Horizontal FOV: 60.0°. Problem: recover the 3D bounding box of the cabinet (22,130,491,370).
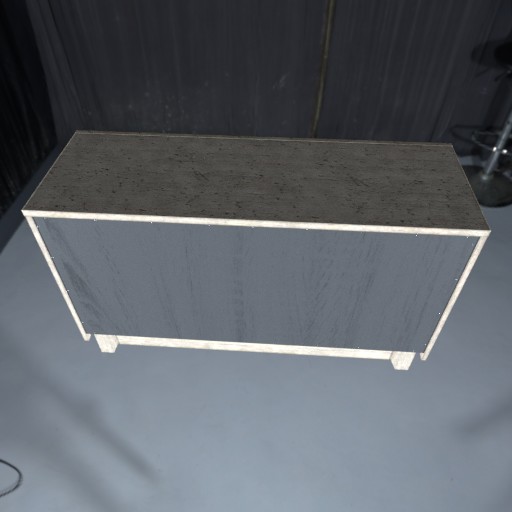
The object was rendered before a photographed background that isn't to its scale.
[{"bbox_3d":[0.000,0.000,1.846,1.460,0.825,0.511,3,45,3],"label":"cabinet"}]
